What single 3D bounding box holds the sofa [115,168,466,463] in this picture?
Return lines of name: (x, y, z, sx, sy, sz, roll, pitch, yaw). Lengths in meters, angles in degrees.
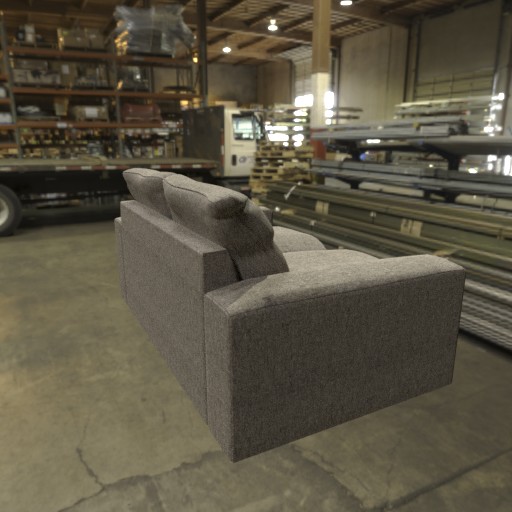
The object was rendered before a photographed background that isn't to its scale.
sofa: (0.000, 0.000, 2.298, 1.094, 0.877, 1.758, -8, 17, -27)
